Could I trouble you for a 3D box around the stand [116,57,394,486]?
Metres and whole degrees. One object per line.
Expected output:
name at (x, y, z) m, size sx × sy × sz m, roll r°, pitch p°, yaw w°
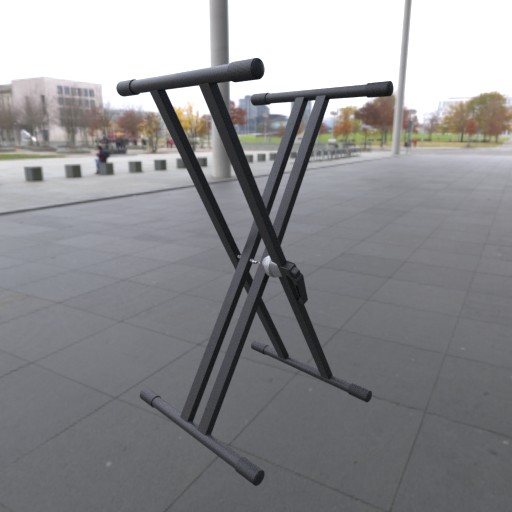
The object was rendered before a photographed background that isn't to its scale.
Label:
stand at (0.000, 0.000, 1.218) m, size 0.503 × 0.900 × 0.495 m, roll -14°, pitch 21°, yaw -43°
